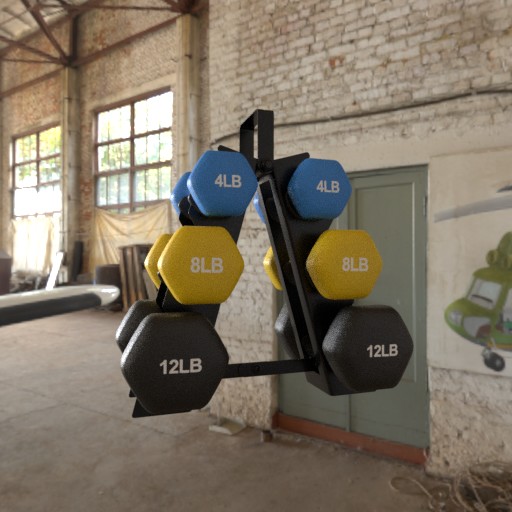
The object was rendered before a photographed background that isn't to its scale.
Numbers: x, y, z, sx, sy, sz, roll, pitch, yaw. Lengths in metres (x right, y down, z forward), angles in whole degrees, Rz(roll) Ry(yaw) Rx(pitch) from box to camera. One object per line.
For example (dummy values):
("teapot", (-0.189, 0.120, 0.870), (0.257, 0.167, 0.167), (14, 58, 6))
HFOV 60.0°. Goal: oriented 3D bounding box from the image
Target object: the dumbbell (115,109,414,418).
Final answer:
("dumbbell", (0.000, 0.000, 0.683), (0.409, 0.426, 0.255), (0, 0, -18))
